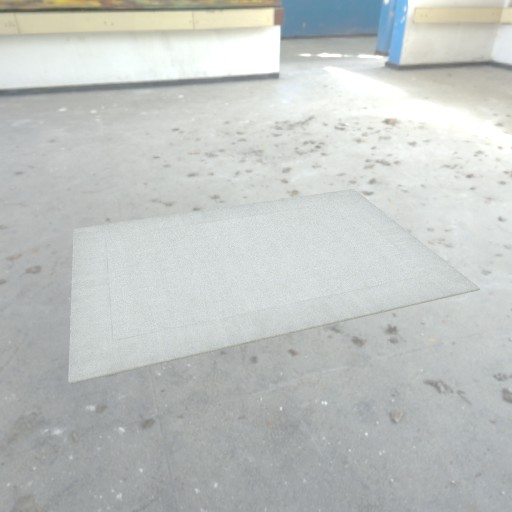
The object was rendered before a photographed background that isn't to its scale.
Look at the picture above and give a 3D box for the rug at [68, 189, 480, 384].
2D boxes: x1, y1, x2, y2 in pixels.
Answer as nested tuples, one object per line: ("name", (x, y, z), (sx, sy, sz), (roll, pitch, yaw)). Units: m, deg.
("rug", (0.000, 0.000, 2.331), (1.829, 0.013, 1.219), (-10, 34, -15))
